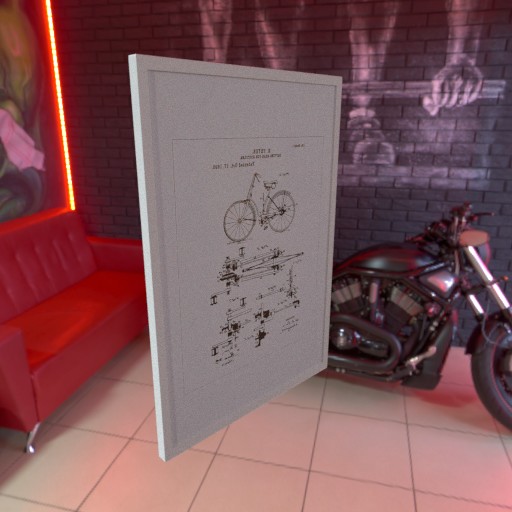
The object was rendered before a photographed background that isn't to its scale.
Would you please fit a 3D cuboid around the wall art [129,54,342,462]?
[{"bbox_3d":[0.000,0.000,0.608,0.332,0.477,0.015,-15,23,-41],"label":"wall art"}]
